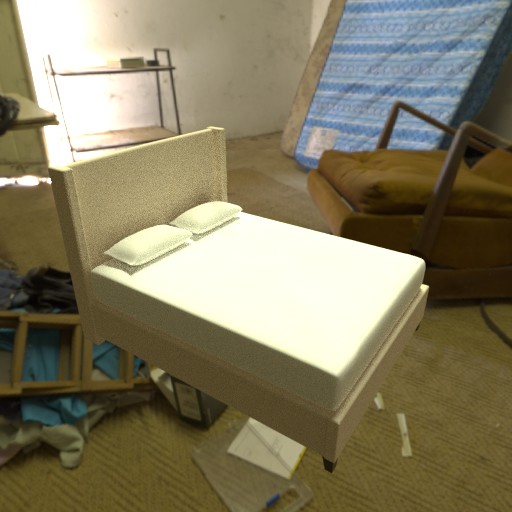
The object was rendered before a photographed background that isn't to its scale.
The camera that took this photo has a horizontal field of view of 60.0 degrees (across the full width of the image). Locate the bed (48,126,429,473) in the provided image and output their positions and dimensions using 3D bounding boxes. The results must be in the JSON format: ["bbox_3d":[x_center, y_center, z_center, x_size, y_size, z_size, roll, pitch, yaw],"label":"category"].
[{"bbox_3d":[0.000,0.000,3.470,2.293,1.471,1.778,17,32,30],"label":"bed"}]
